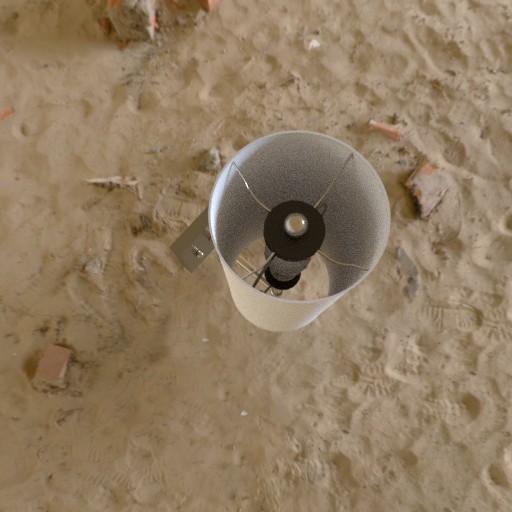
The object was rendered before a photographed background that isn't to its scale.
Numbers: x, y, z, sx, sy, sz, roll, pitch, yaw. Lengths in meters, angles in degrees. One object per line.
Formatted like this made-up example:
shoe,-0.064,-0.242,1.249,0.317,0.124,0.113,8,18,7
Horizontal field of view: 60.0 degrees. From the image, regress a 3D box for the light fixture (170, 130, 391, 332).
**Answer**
light fixture,0.000,0.000,0.541,0.208,0.462,0.128,40,79,9
